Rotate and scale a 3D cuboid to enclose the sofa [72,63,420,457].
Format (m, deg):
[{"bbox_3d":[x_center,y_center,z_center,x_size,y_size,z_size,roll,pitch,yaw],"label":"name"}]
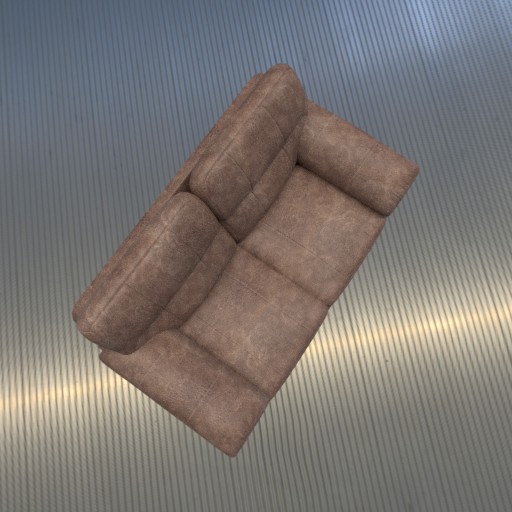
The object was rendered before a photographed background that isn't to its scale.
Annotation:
[{"bbox_3d":[0.000,0.000,2.358,0.991,0.991,1.753,34,79,7],"label":"sofa"}]
